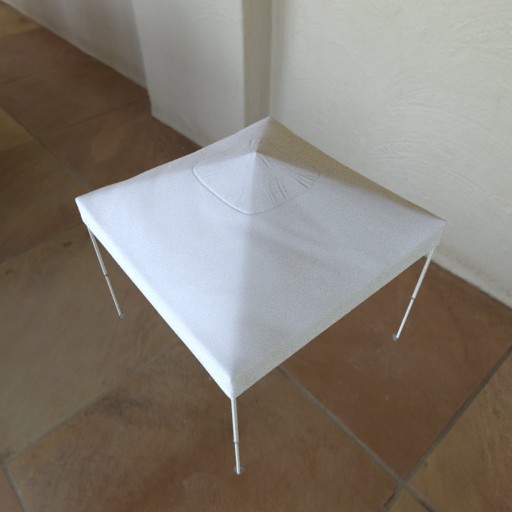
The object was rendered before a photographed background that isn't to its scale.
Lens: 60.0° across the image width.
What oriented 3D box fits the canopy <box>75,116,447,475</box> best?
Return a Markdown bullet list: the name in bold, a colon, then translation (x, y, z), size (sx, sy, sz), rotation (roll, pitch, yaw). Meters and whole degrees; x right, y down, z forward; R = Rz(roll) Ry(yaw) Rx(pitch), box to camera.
- **canopy**: translation (0.000, 0.000, 5.507), size (2.996, 2.997, 2.998), rotation (-31, 53, -26)
